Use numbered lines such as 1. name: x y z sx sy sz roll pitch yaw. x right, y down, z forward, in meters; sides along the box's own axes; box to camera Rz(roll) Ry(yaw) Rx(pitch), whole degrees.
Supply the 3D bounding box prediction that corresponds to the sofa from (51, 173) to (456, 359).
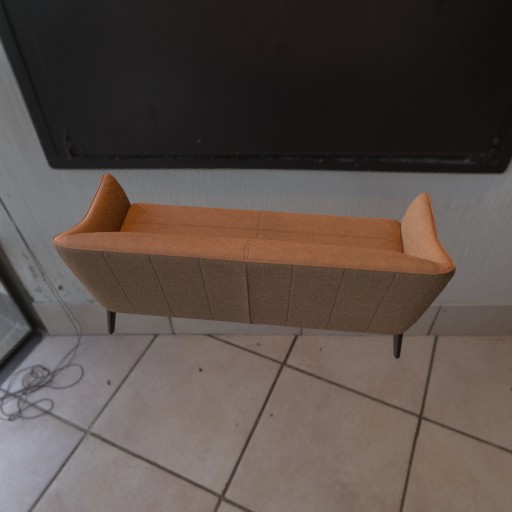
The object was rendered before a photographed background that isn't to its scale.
1. sofa: 0.000 0.000 2.462 1.928 0.830 0.869 4 46 4
